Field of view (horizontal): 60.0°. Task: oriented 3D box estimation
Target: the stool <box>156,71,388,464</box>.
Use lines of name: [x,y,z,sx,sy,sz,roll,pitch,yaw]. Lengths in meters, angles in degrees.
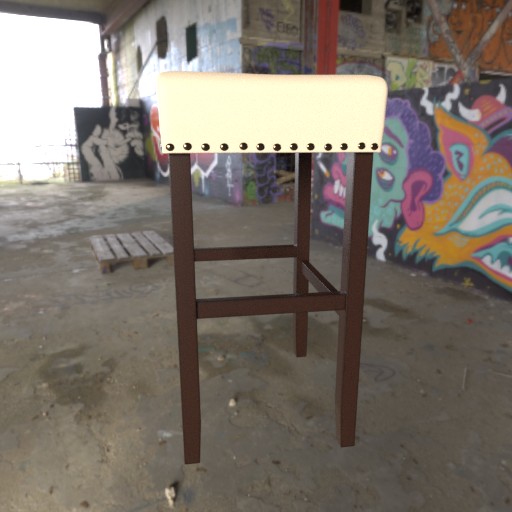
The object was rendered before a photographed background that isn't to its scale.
stool: [0.000,0.000,1.053,0.401,0.762,0.471,-2,15,-9]
